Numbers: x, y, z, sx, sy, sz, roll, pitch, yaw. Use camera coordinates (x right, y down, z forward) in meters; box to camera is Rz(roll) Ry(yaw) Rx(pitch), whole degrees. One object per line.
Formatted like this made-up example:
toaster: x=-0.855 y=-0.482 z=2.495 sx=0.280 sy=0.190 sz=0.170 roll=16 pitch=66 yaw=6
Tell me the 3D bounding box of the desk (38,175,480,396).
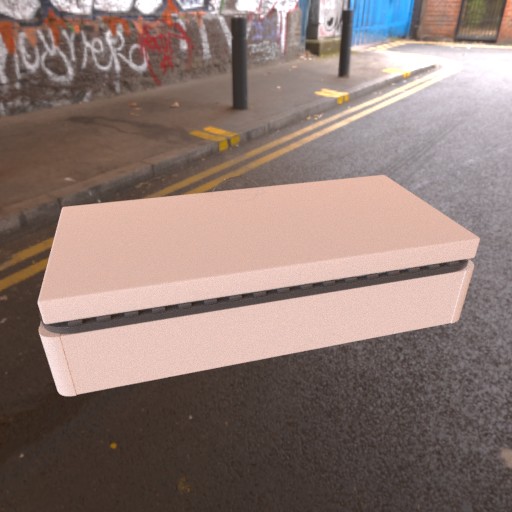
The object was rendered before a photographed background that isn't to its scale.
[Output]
desk: x=0.000 y=0.000 z=2.220 sx=1.900 sy=0.526 sz=0.900 roll=-8 pitch=31 yaw=-13
